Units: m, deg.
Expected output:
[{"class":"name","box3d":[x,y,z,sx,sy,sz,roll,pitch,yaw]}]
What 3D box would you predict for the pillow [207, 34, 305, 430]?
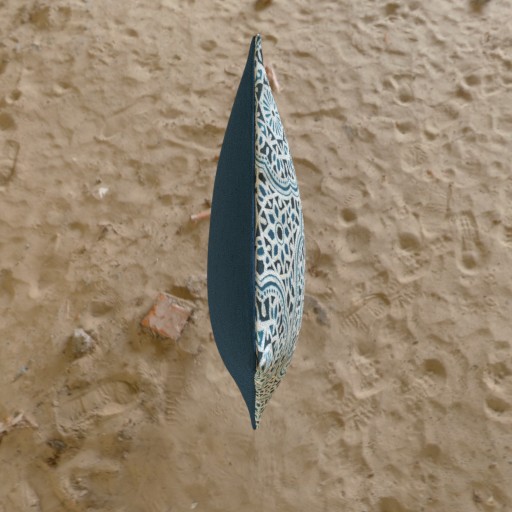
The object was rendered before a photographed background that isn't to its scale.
[{"class":"pillow","box3d":[0.000,0.000,0.659,0.145,0.420,0.440,0,62,0]}]
